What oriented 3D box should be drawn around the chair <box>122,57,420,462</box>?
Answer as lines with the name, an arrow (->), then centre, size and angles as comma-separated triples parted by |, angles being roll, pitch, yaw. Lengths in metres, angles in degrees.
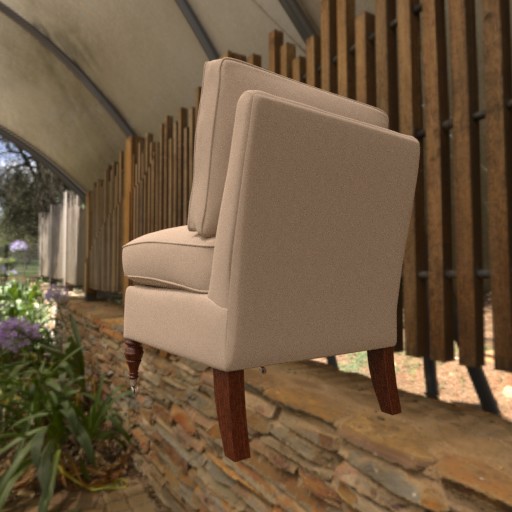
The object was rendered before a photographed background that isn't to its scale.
chair -> 0.000, 0.000, 1.599 | 0.724, 1.052, 0.912 | 2, -3, -36
